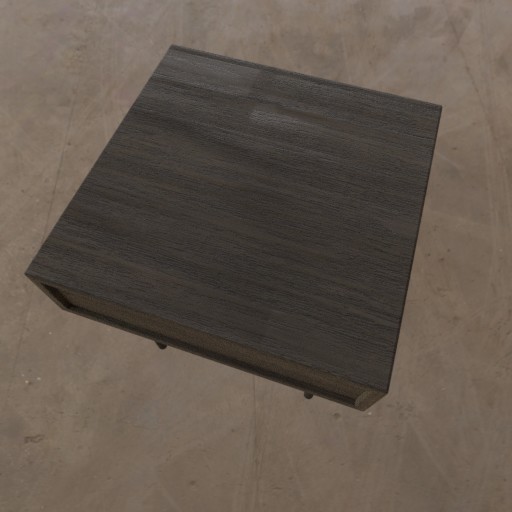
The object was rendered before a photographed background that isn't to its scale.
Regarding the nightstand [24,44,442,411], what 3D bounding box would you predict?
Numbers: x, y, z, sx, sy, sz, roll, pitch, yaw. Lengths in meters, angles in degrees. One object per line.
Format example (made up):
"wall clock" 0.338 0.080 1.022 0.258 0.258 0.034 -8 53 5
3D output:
"nightstand" 0.000 0.000 0.896 0.502 0.497 0.503 16 63 9
